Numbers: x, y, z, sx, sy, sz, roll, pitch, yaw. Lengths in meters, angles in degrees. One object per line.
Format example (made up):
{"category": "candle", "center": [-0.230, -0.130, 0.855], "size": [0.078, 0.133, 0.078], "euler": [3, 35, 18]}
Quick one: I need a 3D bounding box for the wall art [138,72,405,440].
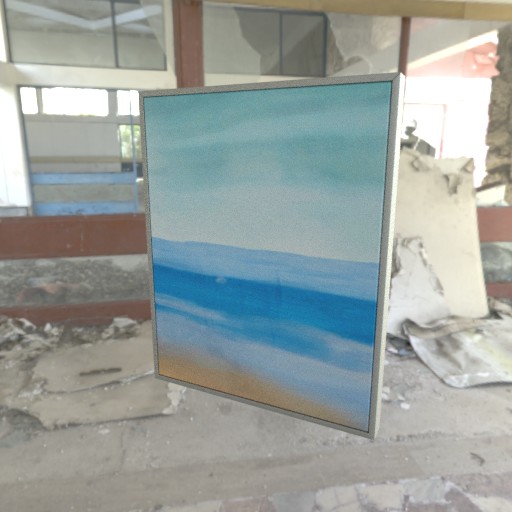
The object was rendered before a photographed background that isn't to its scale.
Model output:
{"category": "wall art", "center": [0.000, 0.000, 0.760], "size": [0.445, 0.553, 0.039], "euler": [7, 15, 26]}
